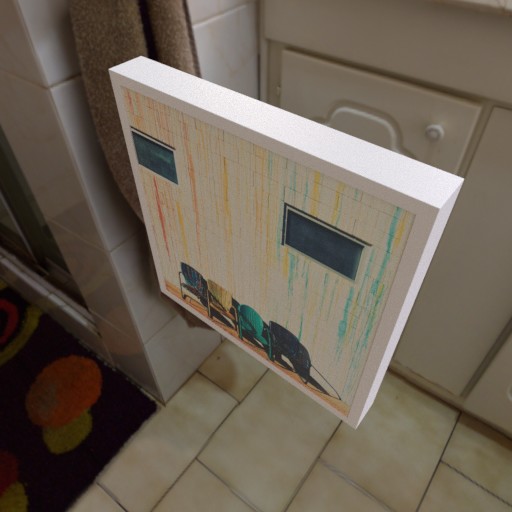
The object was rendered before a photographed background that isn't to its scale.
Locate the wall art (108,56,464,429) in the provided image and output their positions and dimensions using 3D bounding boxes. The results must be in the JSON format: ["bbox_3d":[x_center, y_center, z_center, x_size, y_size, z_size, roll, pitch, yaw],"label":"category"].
[{"bbox_3d":[0.000,0.000,0.442,0.305,0.305,0.038,30,53,26],"label":"wall art"}]
